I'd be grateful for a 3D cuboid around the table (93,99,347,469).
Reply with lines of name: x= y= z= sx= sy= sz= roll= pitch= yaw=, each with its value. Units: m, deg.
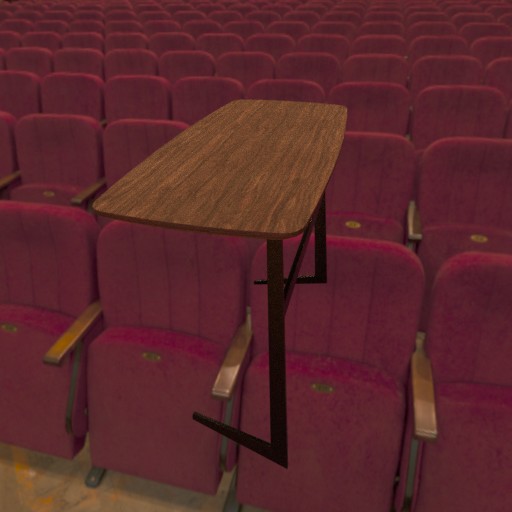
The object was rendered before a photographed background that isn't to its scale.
table: x=0.000 y=0.000 z=1.100 sx=0.361 sy=0.576 sz=0.804 roll=8 pitch=32 yaw=12
